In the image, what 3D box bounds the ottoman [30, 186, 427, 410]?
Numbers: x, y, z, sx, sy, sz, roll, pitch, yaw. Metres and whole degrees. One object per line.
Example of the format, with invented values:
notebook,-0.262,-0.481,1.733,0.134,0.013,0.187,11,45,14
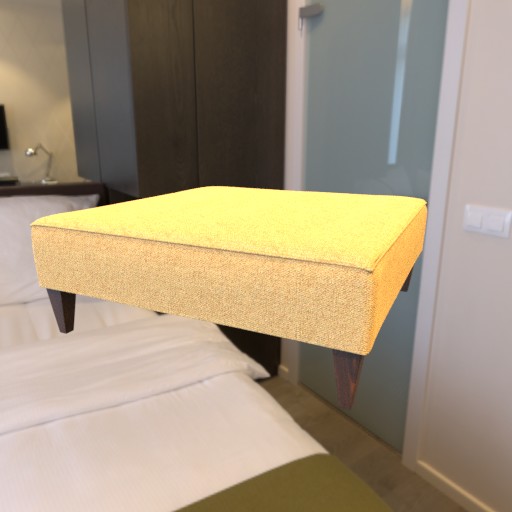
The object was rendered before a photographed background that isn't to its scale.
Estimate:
ottoman,0.000,0.000,1.502,0.981,0.378,0.970,7,17,25
